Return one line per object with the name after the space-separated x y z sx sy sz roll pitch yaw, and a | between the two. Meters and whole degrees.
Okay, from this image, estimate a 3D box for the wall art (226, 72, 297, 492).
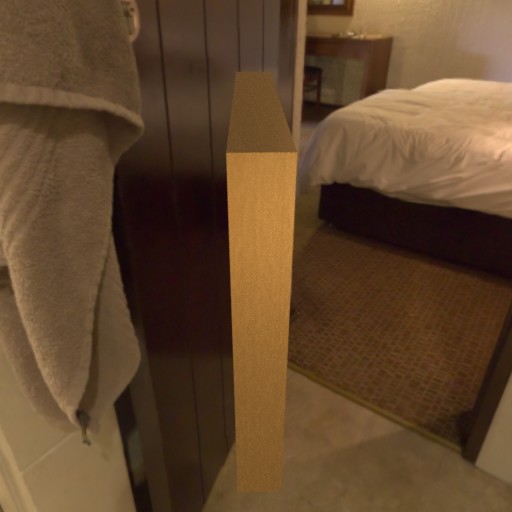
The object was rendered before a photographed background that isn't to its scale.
0.000 0.000 0.446 0.038 0.305 0.304 -1 30 -1 | wall art
